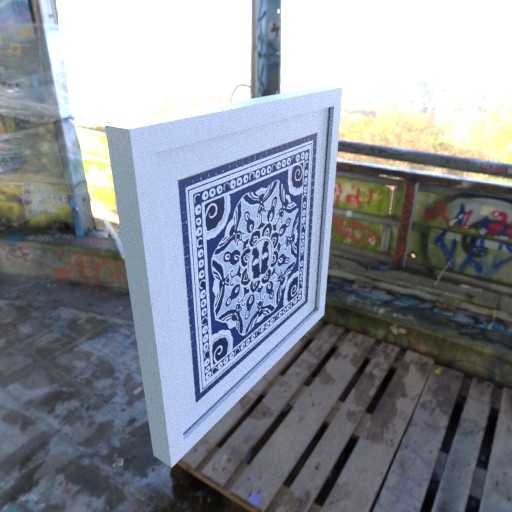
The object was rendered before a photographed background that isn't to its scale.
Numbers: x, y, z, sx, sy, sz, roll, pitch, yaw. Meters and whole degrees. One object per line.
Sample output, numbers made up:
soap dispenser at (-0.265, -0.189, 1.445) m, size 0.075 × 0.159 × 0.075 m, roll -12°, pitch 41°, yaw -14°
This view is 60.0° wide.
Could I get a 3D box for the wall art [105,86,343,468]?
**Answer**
wall art at (0.000, 0.000, 0.533) m, size 0.027 × 0.355 × 0.355 m, roll 17°, pitch 31°, yaw 31°
